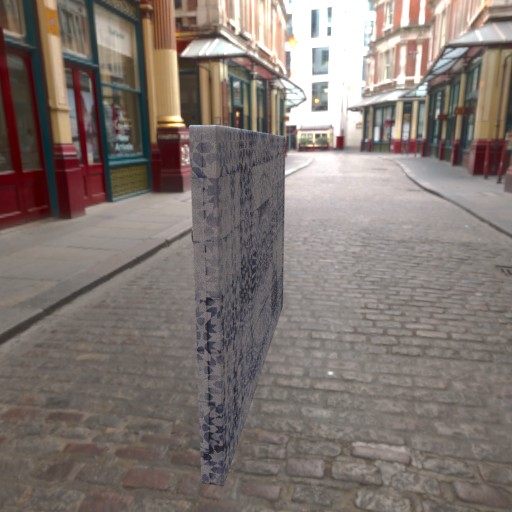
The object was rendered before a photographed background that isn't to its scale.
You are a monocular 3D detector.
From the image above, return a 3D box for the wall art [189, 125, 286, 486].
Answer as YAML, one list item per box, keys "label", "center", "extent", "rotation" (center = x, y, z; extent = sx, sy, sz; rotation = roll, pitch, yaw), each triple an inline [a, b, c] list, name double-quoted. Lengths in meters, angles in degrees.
- label: "wall art"
  center: [0.000, 0.000, 0.759]
  extent: [0.030, 0.406, 0.608]
  rotation: [2, 14, 10]
